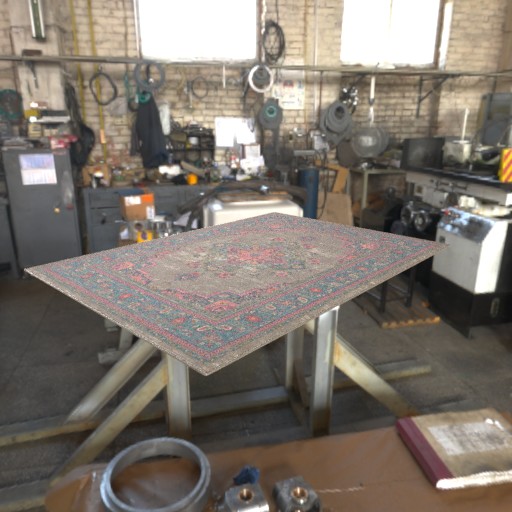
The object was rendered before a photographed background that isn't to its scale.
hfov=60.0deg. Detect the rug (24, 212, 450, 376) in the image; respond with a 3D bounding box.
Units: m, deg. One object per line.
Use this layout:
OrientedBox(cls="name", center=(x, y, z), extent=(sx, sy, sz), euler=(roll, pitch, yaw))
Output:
OrientedBox(cls="rug", center=(0.000, 0.000, 2.807), extent=(1.609, 0.013, 2.214), euler=(16, 23, 41))
